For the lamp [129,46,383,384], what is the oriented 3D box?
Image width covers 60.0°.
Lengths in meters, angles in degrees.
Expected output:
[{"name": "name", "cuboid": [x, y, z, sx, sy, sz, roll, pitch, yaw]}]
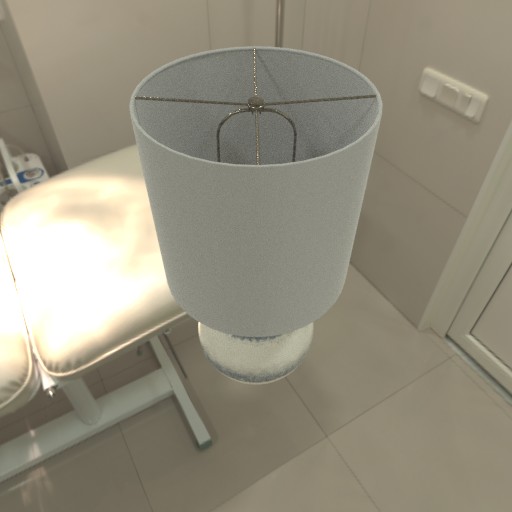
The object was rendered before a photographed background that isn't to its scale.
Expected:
[{"name": "lamp", "cuboid": [0.000, 0.000, 0.531, 0.216, 0.404, 0.216, -23, 50, -21]}]
